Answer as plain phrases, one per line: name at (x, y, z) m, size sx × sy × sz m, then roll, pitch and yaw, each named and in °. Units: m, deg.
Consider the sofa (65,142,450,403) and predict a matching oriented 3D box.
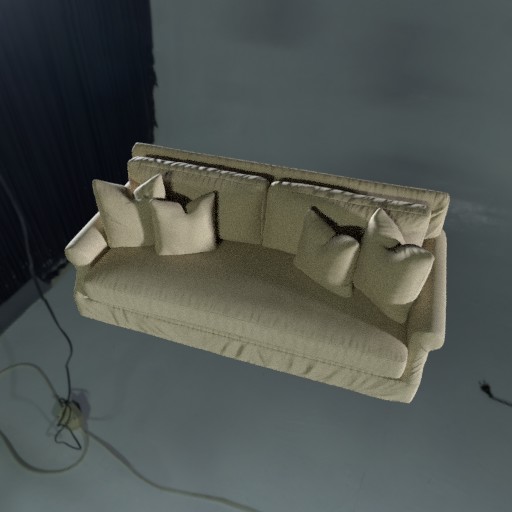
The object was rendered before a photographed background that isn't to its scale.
sofa at (0.000, 0.000, 2.836) m, size 2.285 × 0.904 × 1.067 m, roll 12°, pitch 43°, yaw 13°
